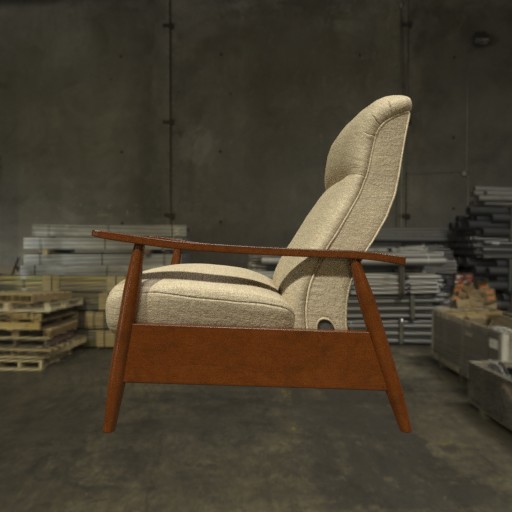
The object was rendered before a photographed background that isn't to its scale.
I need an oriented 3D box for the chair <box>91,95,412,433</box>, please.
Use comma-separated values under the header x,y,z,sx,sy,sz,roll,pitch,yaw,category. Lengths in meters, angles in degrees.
x,y,z,sx,sy,sz,roll,pitch,yaw,category
0.000,0.000,1.731,1.014,1.082,0.762,0,1,0,chair
